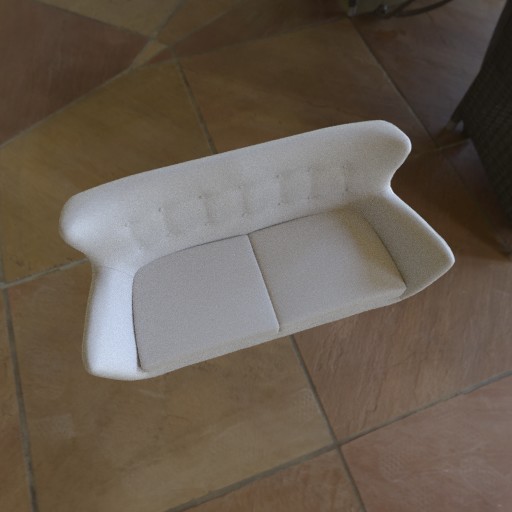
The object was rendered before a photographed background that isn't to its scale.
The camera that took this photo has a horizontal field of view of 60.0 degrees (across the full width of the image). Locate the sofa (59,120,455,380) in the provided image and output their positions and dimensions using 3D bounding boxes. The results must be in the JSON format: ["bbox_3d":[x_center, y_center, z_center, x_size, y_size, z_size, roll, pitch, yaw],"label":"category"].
[{"bbox_3d":[0.000,0.000,2.499,1.930,0.890,0.899,-16,65,-7],"label":"sofa"}]
